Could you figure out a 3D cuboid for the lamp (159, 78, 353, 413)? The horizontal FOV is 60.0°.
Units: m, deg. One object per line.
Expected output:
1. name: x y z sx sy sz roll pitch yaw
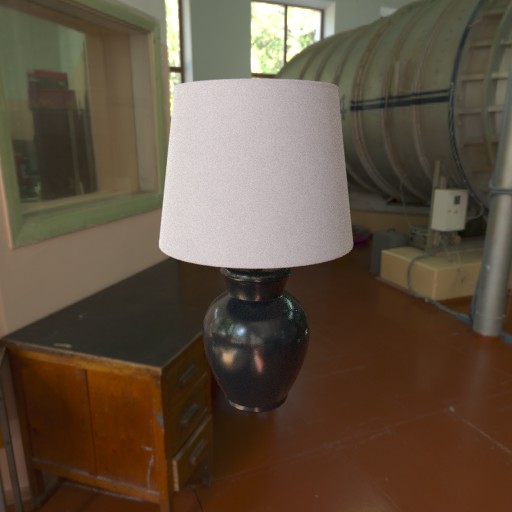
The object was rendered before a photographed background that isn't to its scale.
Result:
1. lamp: 0.000 0.000 0.563 0.239 0.399 0.239 0 15 0
